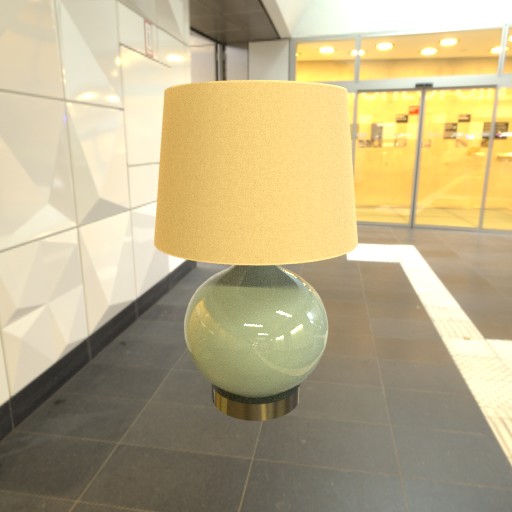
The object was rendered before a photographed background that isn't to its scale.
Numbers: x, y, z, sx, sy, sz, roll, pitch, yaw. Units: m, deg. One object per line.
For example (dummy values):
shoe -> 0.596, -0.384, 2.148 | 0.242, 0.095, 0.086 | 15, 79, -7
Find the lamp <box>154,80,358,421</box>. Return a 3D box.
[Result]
lamp -> 0.000, 0.000, 0.554 | 0.247, 0.387, 0.247 | 0, 14, 0
